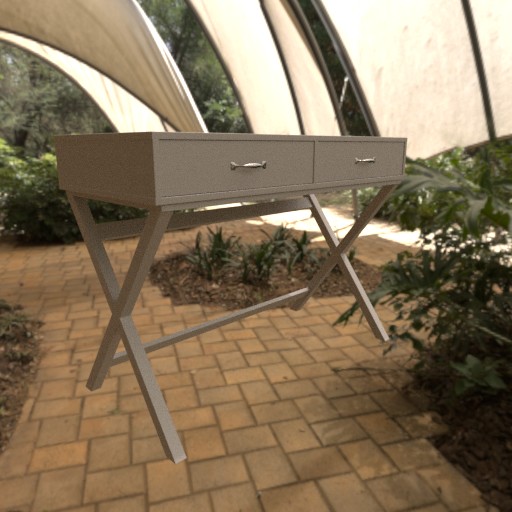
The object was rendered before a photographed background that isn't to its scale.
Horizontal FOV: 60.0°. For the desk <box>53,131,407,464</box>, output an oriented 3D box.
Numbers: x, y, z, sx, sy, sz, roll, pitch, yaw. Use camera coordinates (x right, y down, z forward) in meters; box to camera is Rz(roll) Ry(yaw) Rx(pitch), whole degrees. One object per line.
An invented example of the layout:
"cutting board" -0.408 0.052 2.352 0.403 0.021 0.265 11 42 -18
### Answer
"desk" 0.000 0.000 1.500 1.057 0.780 0.525 -13 19 -43
